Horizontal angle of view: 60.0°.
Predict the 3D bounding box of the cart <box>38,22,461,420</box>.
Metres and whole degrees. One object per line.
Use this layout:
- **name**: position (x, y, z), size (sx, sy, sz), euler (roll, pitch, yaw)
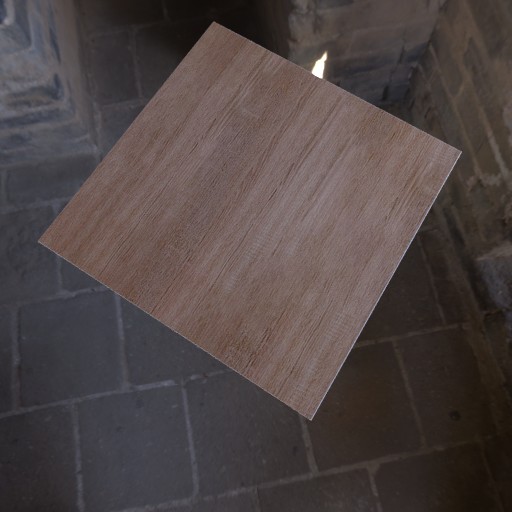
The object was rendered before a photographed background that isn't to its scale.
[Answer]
- **cart**: position (0.000, 0.000, 1.117), size (0.520, 0.762, 0.521), euler (31, 77, 8)
